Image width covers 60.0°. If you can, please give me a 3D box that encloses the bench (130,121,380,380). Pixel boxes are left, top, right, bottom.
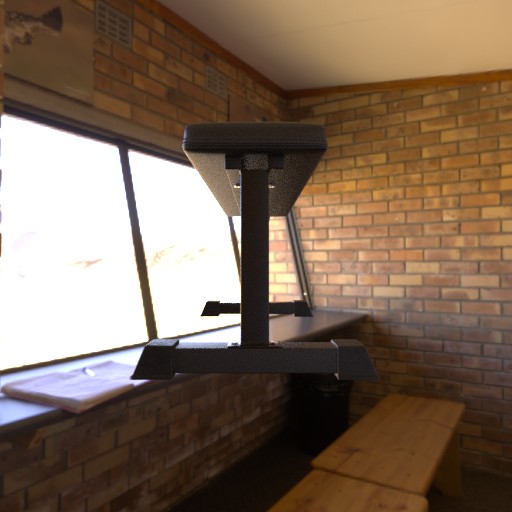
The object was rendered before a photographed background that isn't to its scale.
[{"bbox_3d":[0.000,0.000,1.284,0.439,0.453,1.072,0,-1,0],"label":"bench"}]
